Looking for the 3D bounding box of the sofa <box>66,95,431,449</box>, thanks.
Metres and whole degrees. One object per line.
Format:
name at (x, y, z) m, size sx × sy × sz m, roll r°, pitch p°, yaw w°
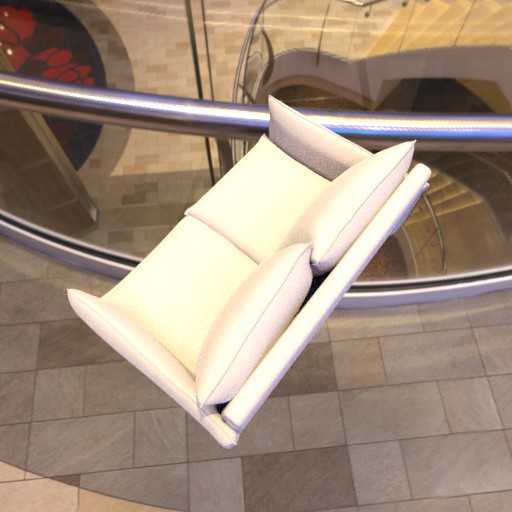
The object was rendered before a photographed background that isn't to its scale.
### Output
sofa at (0.000, 0.000, 1.868) m, size 0.820 × 0.840 × 1.300 m, roll 36°, pitch 69°, yaw 16°
